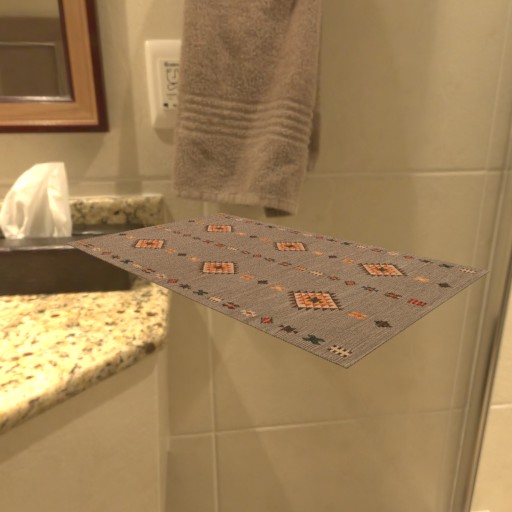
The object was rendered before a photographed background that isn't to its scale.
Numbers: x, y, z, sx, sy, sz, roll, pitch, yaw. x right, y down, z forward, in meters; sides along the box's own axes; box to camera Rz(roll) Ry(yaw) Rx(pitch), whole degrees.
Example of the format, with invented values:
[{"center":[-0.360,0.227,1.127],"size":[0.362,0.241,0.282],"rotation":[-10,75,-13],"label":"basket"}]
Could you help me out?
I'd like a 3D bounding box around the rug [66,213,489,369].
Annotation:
[{"center":[0.000,0.000,2.952],"size":[2.427,0.007,1.515],"rotation":[16,24,42],"label":"rug"}]
